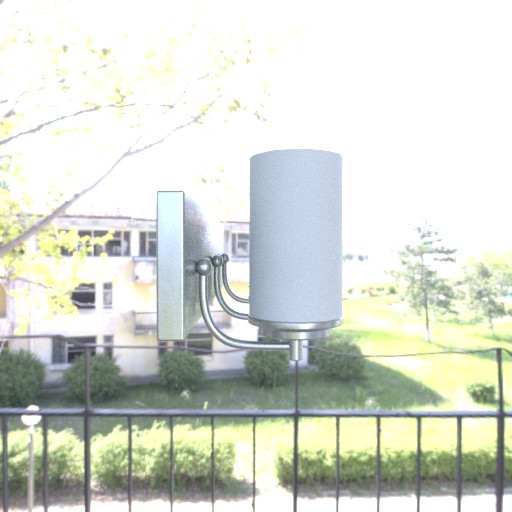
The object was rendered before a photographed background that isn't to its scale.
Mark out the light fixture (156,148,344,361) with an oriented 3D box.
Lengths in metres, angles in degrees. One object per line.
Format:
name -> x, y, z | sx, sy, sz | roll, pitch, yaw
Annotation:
light fixture -> 0.000, 0.000, 0.533 | 0.145, 0.172, 0.451 | 0, 1, -1
